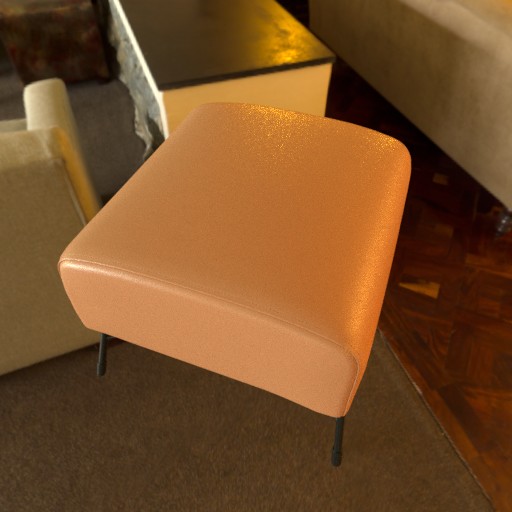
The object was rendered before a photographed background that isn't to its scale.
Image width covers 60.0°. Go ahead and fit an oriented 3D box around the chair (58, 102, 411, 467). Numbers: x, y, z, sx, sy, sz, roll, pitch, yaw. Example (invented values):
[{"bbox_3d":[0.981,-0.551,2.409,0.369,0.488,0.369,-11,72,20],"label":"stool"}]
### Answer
[{"bbox_3d":[0.000,0.000,0.895,0.530,0.410,0.530,16,49,14],"label":"chair"}]
